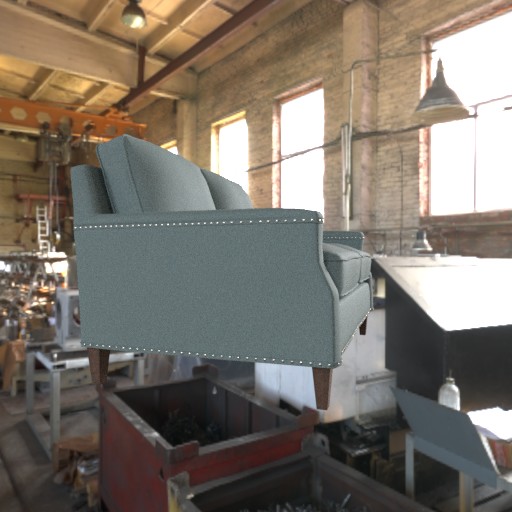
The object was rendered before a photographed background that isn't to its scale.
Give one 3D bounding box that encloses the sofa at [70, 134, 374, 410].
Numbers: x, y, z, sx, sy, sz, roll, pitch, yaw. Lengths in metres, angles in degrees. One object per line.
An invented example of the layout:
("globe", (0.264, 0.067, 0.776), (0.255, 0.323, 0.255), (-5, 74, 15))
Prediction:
("sofa", (0.000, 0.000, 2.295), (1.084, 1.003, 1.597), (0, 0, 19))
